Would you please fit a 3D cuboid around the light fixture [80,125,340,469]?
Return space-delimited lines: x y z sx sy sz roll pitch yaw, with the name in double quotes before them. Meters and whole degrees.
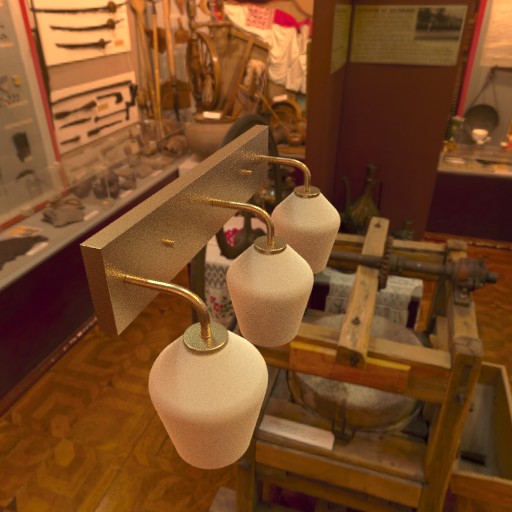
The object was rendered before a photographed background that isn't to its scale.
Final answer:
"light fixture" 0.000 0.000 0.711 0.190 0.280 0.609 10 32 17
